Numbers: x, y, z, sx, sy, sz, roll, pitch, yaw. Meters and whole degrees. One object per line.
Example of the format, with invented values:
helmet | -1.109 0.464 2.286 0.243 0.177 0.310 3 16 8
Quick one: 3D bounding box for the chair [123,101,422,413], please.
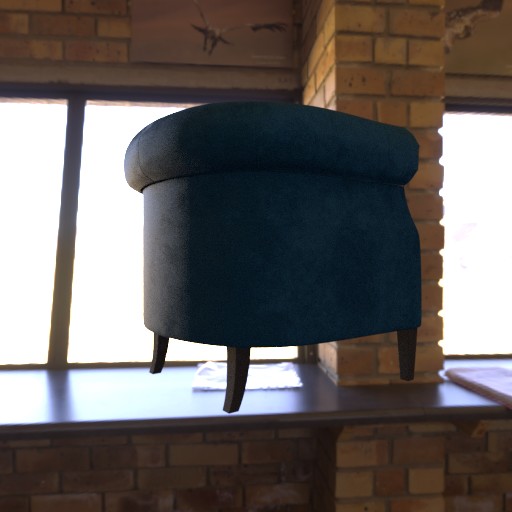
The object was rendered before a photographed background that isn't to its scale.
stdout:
chair | 0.000 0.000 1.535 0.851 0.826 0.904 0 0 -37
